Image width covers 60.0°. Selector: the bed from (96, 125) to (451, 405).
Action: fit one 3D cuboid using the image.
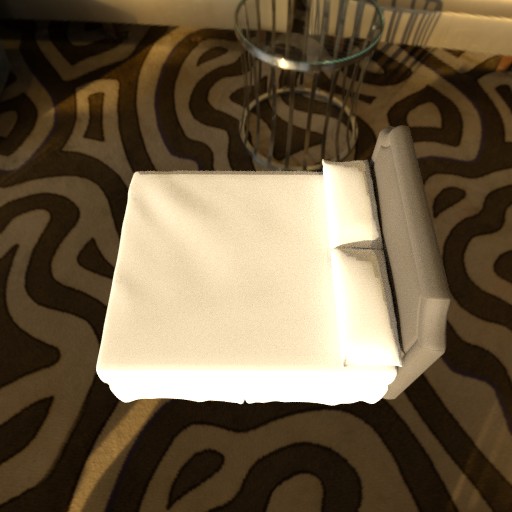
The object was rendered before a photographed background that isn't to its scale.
[{"bbox_3d":[0.000,0.000,3.885,2.536,1.561,2.194,0,59,0],"label":"bed"}]
